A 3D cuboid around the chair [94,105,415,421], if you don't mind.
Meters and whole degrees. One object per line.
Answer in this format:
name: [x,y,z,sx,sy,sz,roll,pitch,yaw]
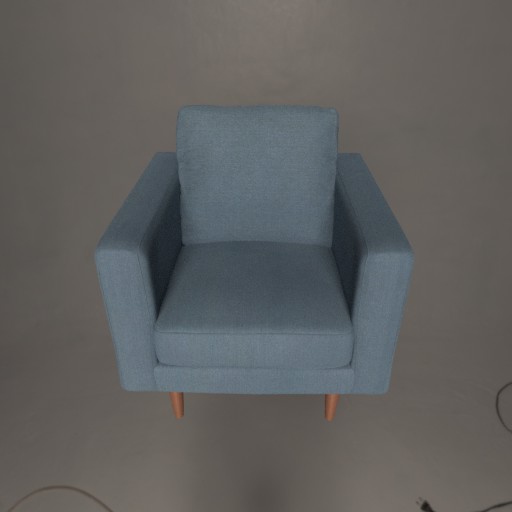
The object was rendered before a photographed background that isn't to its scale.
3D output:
chair: [0.000,0.000,1.582,0.855,0.922,0.820,1,31,1]
